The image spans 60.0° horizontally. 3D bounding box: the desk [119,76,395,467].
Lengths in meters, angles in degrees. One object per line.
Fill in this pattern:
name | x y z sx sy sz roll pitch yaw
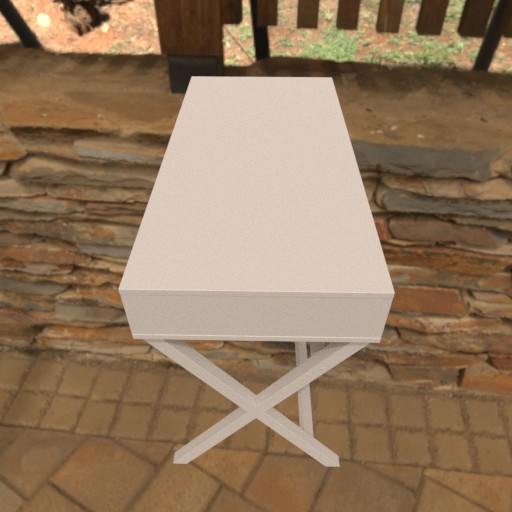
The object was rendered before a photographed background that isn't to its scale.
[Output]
desk | 0.000 0.000 1.461 0.525 0.780 1.057 1 42 1
